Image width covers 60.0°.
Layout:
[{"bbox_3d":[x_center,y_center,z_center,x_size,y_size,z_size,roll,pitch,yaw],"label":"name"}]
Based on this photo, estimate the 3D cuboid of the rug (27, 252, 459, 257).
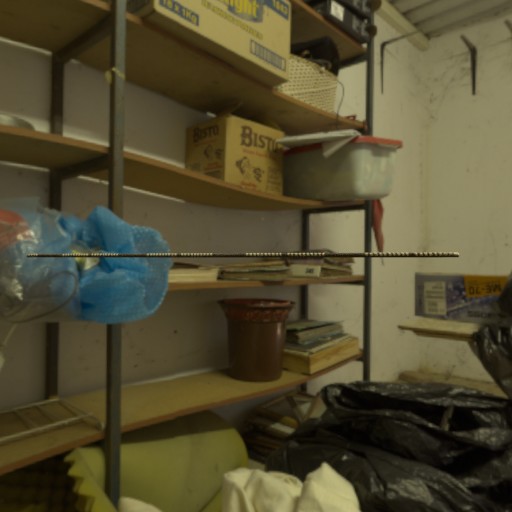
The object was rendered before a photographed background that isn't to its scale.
[{"bbox_3d":[0.000,0.000,2.300,1.833,0.016,1.210,0,0,20],"label":"rug"}]
